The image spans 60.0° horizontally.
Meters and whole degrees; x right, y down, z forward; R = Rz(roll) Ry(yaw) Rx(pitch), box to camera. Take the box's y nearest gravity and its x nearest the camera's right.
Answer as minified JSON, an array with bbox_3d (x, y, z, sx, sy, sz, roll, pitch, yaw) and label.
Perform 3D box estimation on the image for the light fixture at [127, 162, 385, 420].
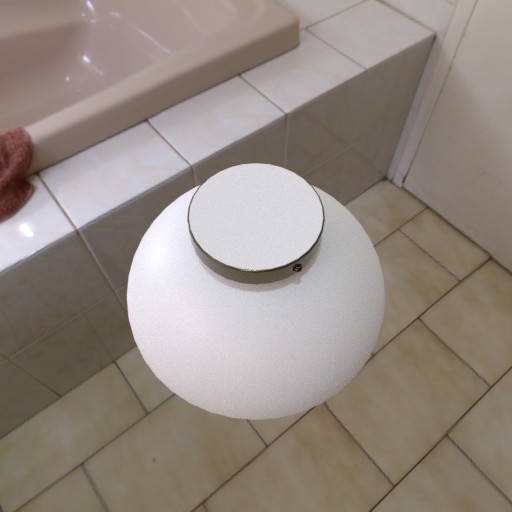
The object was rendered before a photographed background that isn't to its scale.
[{"bbox_3d":[0.000,0.000,0.553,0.355,0.177,0.355,0,58,0],"label":"light fixture"}]
